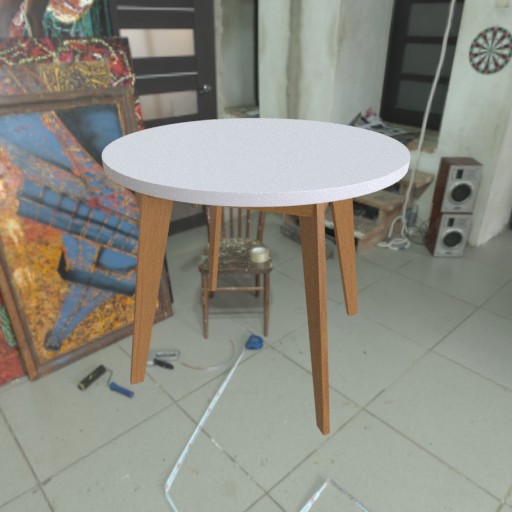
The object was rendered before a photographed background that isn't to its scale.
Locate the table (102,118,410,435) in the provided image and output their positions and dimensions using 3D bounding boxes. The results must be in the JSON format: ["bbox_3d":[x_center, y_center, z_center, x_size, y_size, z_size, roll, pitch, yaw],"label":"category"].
[{"bbox_3d":[0.000,0.000,1.520,0.896,0.762,0.896,0,27,0],"label":"table"}]
